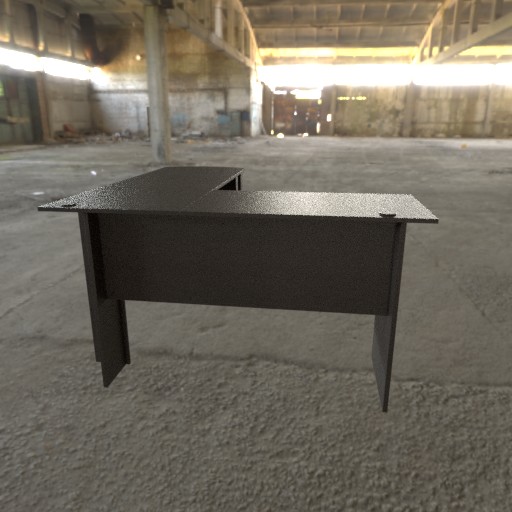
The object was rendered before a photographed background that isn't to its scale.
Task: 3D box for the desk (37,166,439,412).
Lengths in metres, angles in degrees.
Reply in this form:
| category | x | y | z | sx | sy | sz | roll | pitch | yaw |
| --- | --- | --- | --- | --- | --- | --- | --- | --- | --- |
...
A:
| category | x | y | z | sx | sy | sz | roll | pitch | yaw |
| --- | --- | --- | --- | --- | --- | --- | --- | --- | --- |
| desk | 0.000 | 0.000 | 2.164 | 1.303 | 0.716 | 1.361 | 2 | 18 | 8 |
